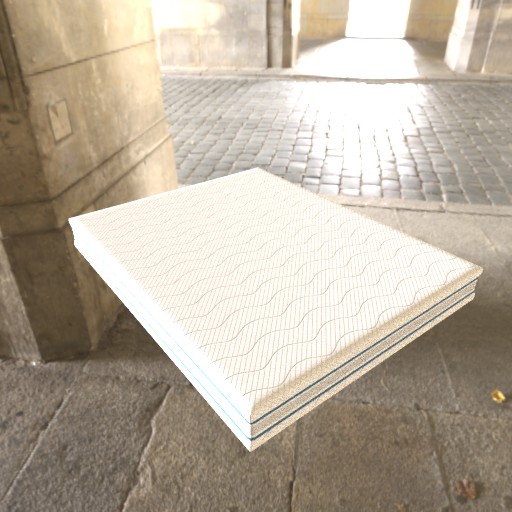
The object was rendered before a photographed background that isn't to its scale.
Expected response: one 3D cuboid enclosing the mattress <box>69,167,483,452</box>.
[{"bbox_3d":[0.000,0.000,2.732,1.600,0.230,2.000,-22,37,-32],"label":"mattress"}]
